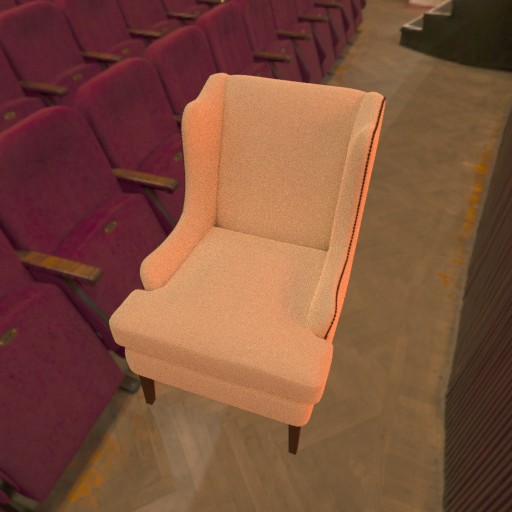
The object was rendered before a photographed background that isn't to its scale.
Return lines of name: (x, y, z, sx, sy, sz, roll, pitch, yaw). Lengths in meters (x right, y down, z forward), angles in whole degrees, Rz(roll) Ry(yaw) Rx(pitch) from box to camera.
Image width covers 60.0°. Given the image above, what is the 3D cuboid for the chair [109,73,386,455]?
chair: (0.000, 0.000, 1.677, 0.737, 1.029, 0.940, 13, 43, 15)
